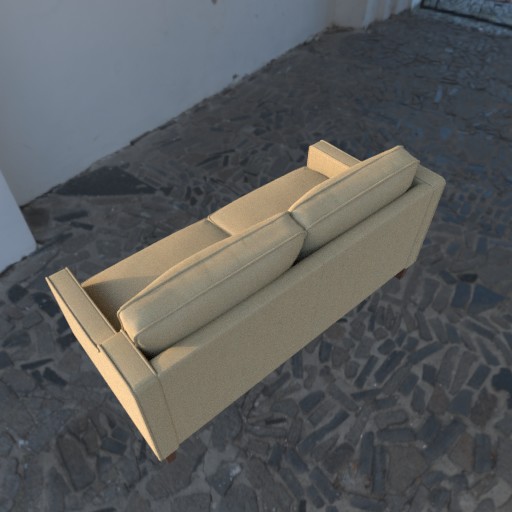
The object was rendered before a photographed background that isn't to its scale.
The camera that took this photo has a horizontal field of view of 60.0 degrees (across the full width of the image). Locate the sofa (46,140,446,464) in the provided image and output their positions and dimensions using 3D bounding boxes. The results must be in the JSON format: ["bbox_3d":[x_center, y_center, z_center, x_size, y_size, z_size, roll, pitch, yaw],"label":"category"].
[{"bbox_3d":[0.000,0.000,2.759,2.178,1.071,1.066,-31,53,-27],"label":"sofa"}]
